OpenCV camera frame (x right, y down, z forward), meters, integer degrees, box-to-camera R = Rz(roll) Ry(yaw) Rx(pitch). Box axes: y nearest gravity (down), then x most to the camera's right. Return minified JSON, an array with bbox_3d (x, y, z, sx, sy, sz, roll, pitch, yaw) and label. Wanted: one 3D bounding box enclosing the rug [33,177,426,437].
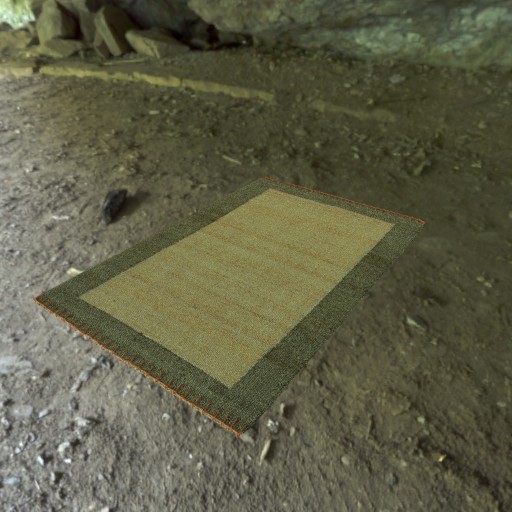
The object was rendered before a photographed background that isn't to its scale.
[{"bbox_3d":[0.000,0.000,2.335,1.220,0.019,1.838,21,38,30],"label":"rug"}]
